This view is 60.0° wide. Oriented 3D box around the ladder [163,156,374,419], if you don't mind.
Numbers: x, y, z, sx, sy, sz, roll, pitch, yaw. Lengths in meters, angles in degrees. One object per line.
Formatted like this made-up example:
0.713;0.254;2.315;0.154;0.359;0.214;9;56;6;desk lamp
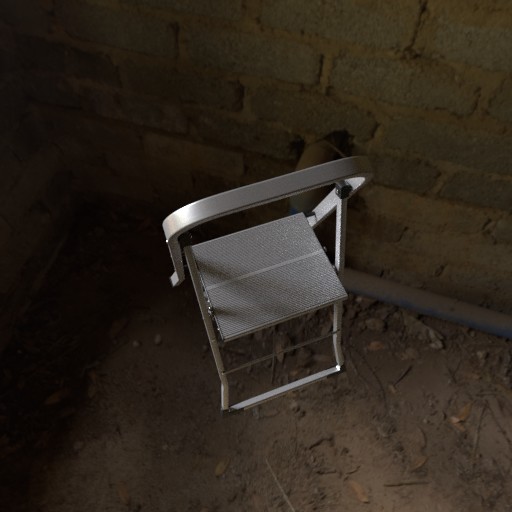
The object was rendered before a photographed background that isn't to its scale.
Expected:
0.000;0.000;1.147;0.465;0.830;0.530;-18;60;-11;ladder
